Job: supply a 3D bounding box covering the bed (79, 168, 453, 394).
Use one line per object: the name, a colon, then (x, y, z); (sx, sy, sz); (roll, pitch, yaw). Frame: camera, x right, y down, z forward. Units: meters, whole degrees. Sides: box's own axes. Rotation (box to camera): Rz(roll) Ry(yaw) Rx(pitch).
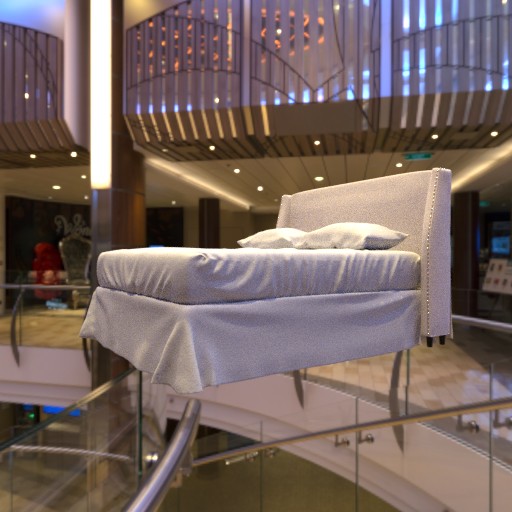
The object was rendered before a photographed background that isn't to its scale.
bed: (0.000, 0.000, 3.457); (2.276, 1.332, 1.925); (0, 0, -34)
